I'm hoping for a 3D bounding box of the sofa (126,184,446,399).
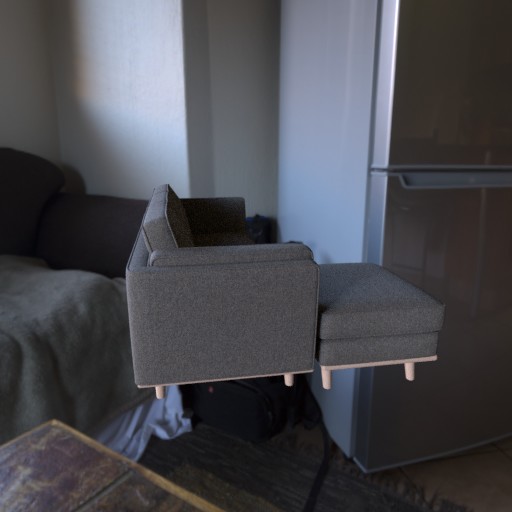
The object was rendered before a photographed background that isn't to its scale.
[{"bbox_3d":[0.000,0.000,3.236,1.604,0.929,2.411,-3,15,-10],"label":"sofa"}]
